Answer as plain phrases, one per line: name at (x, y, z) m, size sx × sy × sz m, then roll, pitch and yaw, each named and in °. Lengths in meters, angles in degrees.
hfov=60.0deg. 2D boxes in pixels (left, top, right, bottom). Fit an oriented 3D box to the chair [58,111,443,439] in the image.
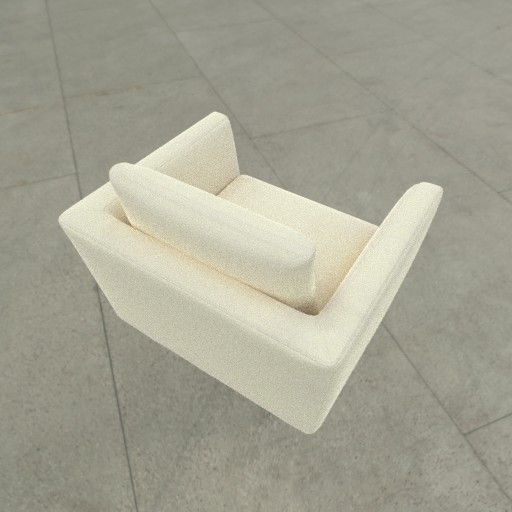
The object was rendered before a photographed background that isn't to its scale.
chair at (0.000, 0.000, 1.690) m, size 1.041 × 0.865 × 0.889 m, roll 25°, pitch 51°, yaw 23°
